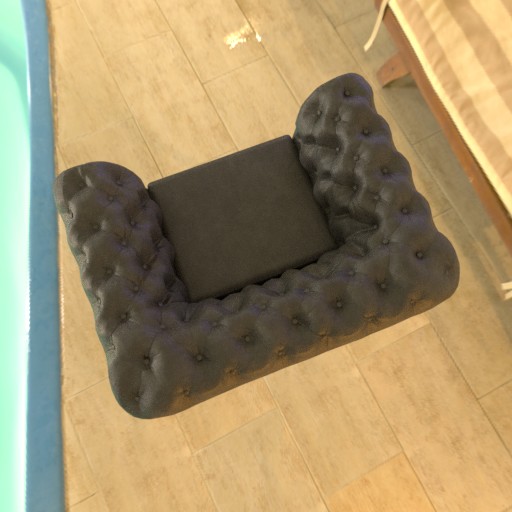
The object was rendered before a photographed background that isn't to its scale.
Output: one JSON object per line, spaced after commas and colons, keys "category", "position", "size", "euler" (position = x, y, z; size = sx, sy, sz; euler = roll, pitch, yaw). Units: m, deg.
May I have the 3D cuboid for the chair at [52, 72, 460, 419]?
{"category": "chair", "position": [0.000, 0.000, 1.873], "size": [1.298, 0.780, 0.943], "euler": [-21, 76, -5]}
